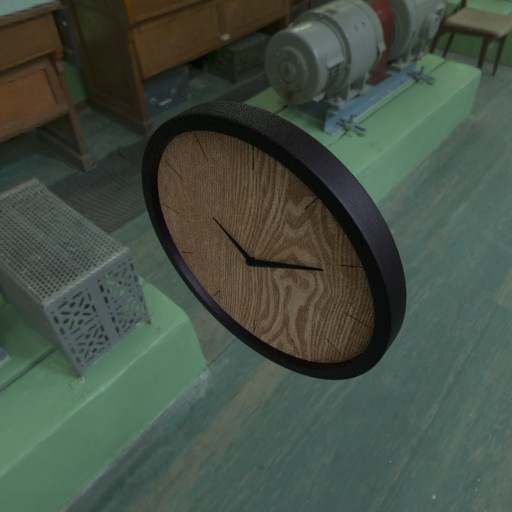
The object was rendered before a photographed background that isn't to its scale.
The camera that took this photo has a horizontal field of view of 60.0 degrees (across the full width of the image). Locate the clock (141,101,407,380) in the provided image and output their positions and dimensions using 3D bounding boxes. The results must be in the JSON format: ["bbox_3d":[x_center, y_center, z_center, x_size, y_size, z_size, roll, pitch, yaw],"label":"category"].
[{"bbox_3d":[0.000,0.000,0.457,0.314,0.314,0.029,31,54,26],"label":"clock"}]
